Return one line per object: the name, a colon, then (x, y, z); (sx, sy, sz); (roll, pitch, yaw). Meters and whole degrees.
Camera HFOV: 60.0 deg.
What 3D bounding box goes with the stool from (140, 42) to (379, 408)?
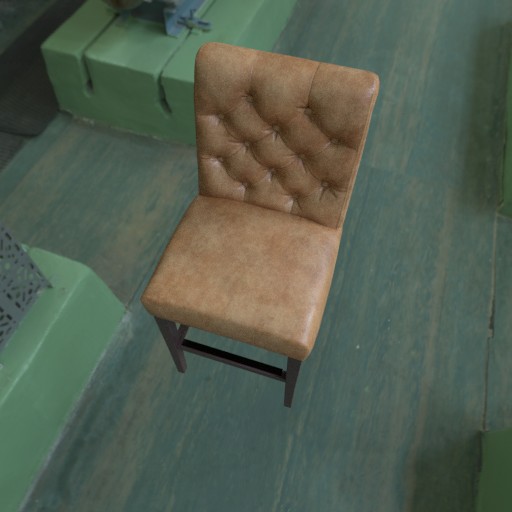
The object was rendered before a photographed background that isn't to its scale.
stool: (0.000, 0.000, 1.398); (0.493, 1.047, 0.601); (15, 59, 9)
